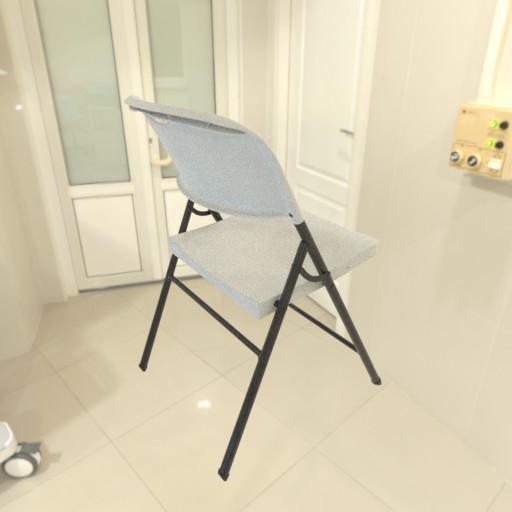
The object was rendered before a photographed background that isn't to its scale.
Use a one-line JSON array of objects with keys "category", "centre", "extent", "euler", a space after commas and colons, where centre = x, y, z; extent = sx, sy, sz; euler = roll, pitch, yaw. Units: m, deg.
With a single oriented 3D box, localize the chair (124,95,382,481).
[{"category": "chair", "centre": [0.000, 0.000, 1.158], "extent": [0.566, 0.810, 0.494], "euler": [-18, 31, -32]}]
